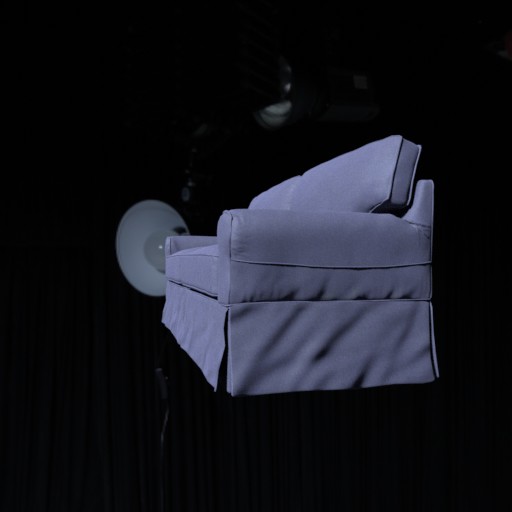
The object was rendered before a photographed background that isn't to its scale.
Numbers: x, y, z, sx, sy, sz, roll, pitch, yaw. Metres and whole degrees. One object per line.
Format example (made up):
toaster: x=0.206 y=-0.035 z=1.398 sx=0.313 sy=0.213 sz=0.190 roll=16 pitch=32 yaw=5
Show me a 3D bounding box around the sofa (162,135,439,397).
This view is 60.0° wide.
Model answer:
sofa: x=0.000 y=0.000 z=2.829 sx=0.983 sy=1.094 sz=2.256 roll=0 pitch=-1 yaw=-18
